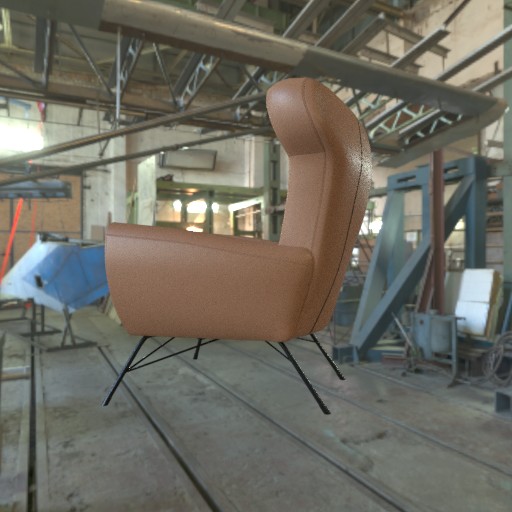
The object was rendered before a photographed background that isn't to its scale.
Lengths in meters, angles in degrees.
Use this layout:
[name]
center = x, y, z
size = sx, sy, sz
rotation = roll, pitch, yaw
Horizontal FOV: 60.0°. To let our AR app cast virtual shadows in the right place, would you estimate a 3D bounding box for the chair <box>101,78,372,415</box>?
[chair]
center = 0.000, 0.000, 1.783
size = 0.900, 1.050, 0.980
rotation = 0, 0, 18
